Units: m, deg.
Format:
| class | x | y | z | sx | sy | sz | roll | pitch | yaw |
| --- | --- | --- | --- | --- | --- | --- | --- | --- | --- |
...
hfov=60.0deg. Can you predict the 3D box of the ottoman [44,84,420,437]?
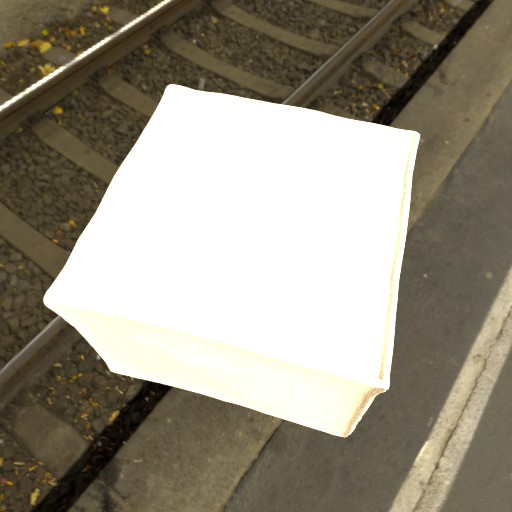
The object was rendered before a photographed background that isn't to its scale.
| class | x | y | z | sx | sy | sz | roll | pitch | yaw |
| --- | --- | --- | --- | --- | --- | --- | --- | --- | --- |
| ottoman | 0.000 | 0.000 | 1.160 | 0.707 | 0.470 | 0.696 | 13 | 59 | 8 |
